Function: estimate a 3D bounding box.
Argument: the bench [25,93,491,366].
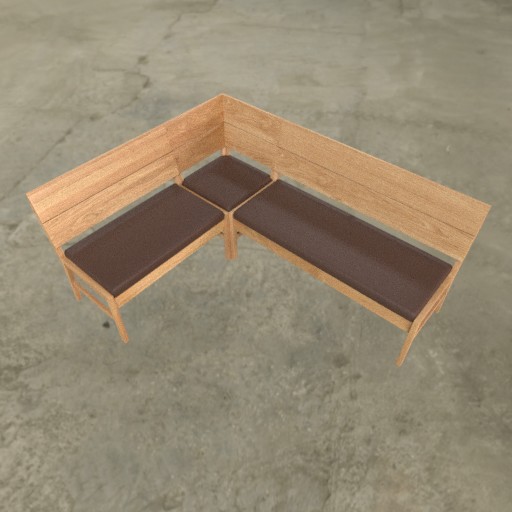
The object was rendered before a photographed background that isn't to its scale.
[{"bbox_3d":[0.000,0.000,2.681,1.975,0.890,1.549,31,53,26],"label":"bench"}]
